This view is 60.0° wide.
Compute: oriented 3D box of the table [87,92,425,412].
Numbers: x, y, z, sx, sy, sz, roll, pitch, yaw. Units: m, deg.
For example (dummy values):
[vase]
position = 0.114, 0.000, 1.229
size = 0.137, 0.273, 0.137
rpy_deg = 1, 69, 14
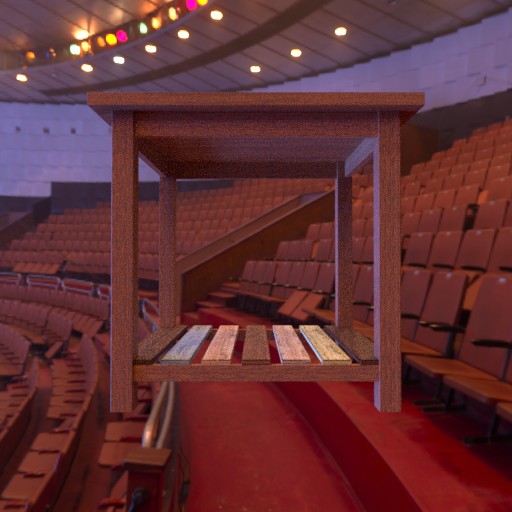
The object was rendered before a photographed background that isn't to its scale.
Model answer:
[table]
position = 0.000, 0.000, 1.143
size = 0.660, 0.635, 0.559
rpy_deg = 0, -1, 0
